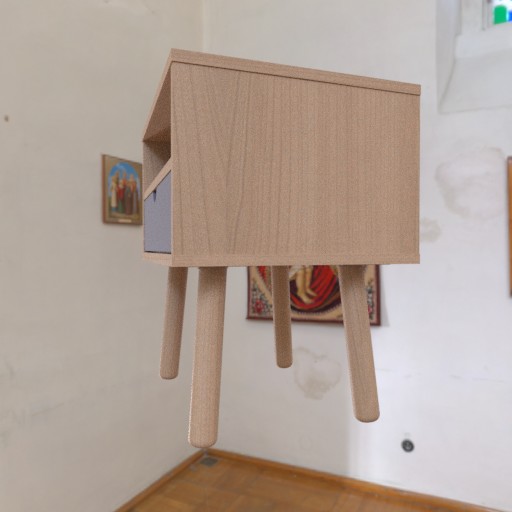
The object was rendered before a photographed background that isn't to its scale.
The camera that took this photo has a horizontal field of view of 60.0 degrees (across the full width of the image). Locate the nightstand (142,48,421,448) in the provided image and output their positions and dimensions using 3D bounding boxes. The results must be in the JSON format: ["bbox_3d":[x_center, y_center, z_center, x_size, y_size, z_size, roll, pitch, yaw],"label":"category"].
[{"bbox_3d":[0.000,0.000,0.834,0.380,0.530,0.450,0,1,-19],"label":"nightstand"}]
